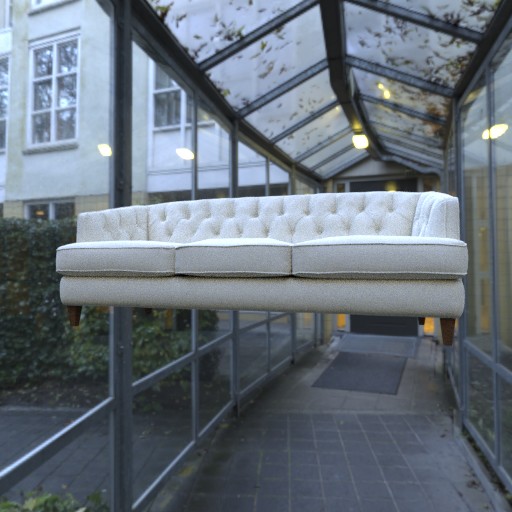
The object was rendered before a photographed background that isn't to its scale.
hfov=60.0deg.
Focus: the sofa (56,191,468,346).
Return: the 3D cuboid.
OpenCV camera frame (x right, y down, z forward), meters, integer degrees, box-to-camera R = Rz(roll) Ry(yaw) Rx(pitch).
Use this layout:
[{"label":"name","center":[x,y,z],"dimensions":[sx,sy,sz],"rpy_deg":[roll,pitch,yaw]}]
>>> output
[{"label":"sofa","center":[0.000,0.000,2.731],"dimensions":[2.278,0.855,0.941],"rpy_deg":[0,-1,18]}]
